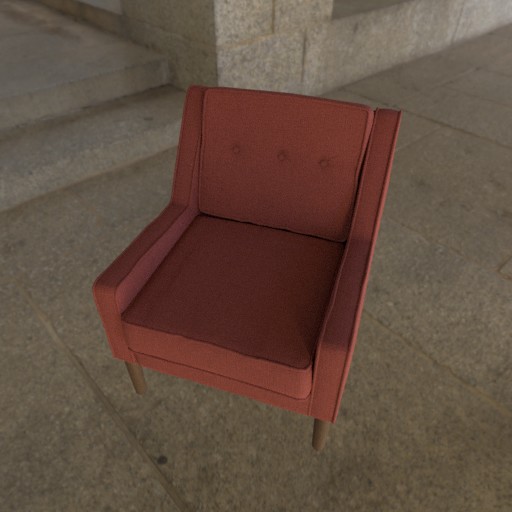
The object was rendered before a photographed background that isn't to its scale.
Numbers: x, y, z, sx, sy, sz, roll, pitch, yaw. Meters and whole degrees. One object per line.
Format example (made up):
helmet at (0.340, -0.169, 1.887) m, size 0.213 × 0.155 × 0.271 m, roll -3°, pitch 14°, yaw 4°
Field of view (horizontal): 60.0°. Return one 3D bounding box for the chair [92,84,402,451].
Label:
chair at (0.000, 0.000, 1.359) m, size 0.680 × 0.812 × 0.770 m, roll 12°, pitch 42°, yaw 14°
